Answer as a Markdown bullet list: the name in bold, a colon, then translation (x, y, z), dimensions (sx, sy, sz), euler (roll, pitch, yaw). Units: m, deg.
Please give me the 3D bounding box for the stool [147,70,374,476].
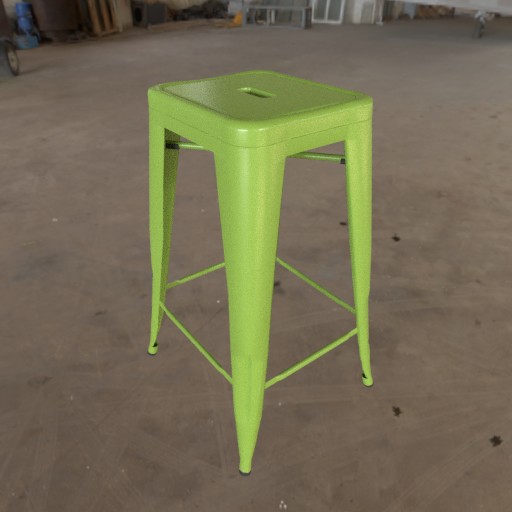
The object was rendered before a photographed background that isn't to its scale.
- **stool**: translation (0.000, 0.000, 0.851), dimensions (0.358, 0.609, 0.398), euler (-22, 39, -30)
